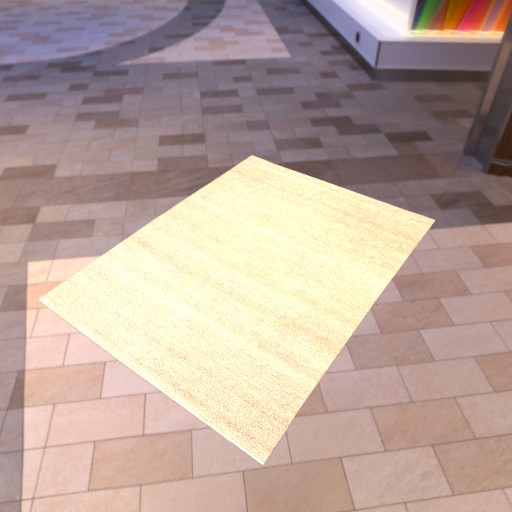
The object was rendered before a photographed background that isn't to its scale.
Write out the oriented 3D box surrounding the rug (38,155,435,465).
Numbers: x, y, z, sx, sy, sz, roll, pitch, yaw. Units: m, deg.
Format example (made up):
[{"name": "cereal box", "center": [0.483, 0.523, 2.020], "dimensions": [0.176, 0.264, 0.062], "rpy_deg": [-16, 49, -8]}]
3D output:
[{"name": "rug", "center": [0.000, 0.000, 4.372], "dimensions": [2.467, 0.046, 3.245], "rpy_deg": [26, 48, 26]}]
